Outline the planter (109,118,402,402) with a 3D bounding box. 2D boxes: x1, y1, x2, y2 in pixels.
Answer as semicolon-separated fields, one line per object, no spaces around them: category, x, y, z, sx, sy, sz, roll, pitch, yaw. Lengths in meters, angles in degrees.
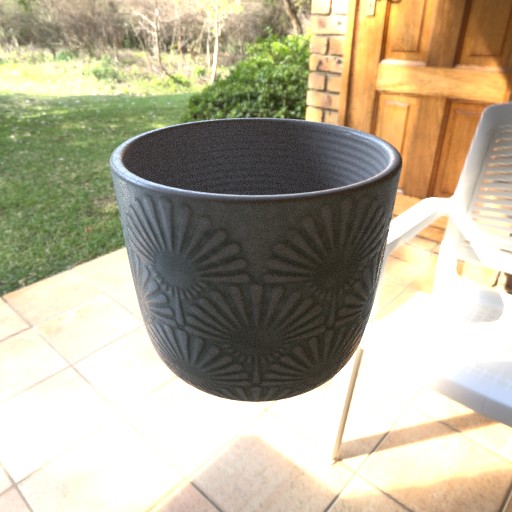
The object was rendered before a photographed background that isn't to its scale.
planter;0.000;0.000;0.220;0.124;0.109;0.124;0;29;0
